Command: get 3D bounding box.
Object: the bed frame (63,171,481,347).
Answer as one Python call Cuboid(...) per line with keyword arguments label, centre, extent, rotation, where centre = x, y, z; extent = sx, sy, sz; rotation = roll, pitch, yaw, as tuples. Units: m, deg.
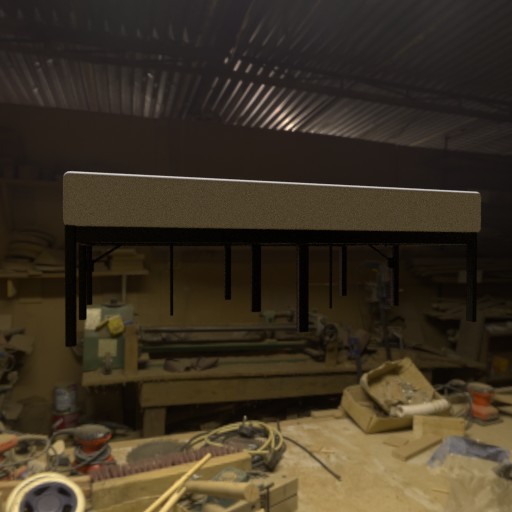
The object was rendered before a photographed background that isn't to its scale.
Cuboid(label="bed frame", centre=(0.000, 0.000, 2.609), extent=(1.956, 0.659, 1.408), rotation=(0, 1, -18))
